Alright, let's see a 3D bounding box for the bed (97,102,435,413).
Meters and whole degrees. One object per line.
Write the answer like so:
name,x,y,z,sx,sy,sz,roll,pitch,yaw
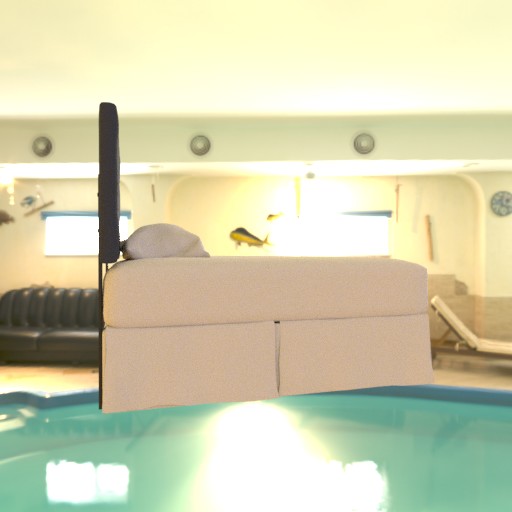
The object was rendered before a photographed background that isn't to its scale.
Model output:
bed,0.000,0.000,3.038,1.997,1.571,1.261,0,1,-17
